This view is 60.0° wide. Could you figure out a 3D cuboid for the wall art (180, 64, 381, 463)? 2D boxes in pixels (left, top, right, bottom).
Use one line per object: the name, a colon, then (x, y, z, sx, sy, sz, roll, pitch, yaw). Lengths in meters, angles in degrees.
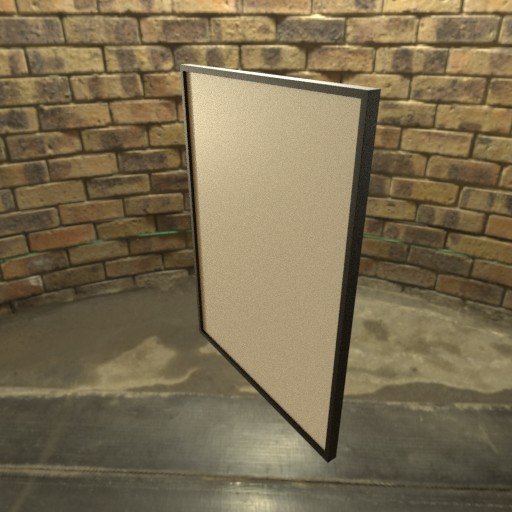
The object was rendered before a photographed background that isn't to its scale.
wall art: (0.000, 0.000, 1.401, 0.036, 1.070, 0.802, -18, 32, -31)
